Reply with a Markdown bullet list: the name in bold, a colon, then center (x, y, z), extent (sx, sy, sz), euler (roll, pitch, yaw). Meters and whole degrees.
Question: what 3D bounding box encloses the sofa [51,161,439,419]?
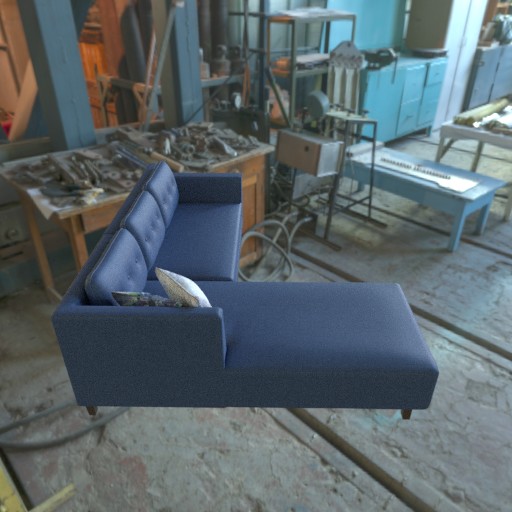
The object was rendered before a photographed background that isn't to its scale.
- **sofa**: center (0.000, 0.000, 3.038), extent (1.829, 0.787, 2.120), euler (0, 31, 1)
